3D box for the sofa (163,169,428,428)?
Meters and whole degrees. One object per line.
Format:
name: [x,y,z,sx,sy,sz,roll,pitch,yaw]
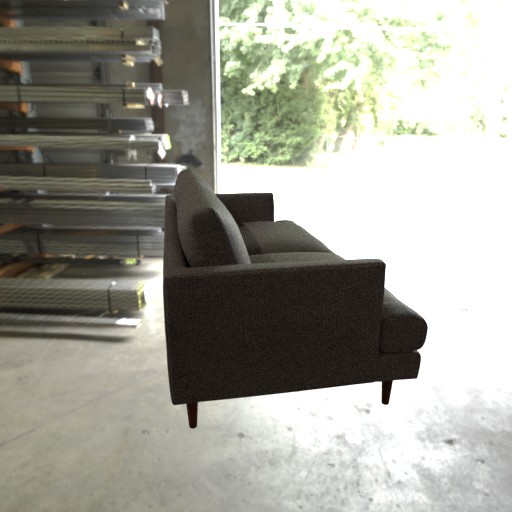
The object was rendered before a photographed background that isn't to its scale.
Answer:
sofa: [0.000,0.000,2.555,1.020,0.868,1.948,-3,16,-10]
